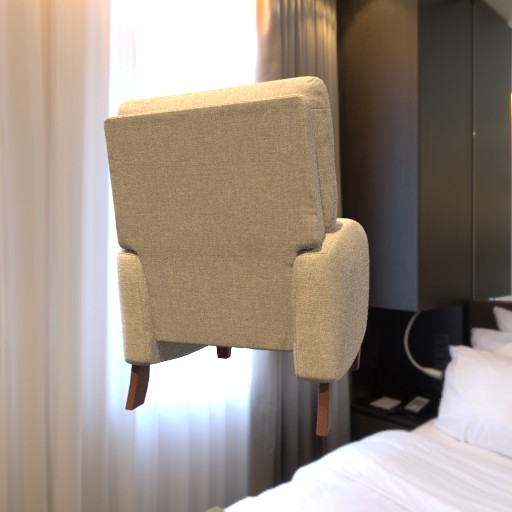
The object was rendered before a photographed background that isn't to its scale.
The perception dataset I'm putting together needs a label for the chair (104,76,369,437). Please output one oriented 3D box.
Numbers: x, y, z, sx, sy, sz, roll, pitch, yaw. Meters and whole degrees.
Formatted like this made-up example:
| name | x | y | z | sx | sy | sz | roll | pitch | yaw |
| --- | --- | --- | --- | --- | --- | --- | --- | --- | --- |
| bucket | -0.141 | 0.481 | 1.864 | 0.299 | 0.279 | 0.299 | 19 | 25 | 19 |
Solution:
| name | x | y | z | sx | sy | sz | roll | pitch | yaw |
| --- | --- | --- | --- | --- | --- | --- | --- | --- | --- |
| chair | 0.000 | 0.000 | 1.648 | 0.762 | 0.990 | 0.990 | 0 | 0 | 19 |
